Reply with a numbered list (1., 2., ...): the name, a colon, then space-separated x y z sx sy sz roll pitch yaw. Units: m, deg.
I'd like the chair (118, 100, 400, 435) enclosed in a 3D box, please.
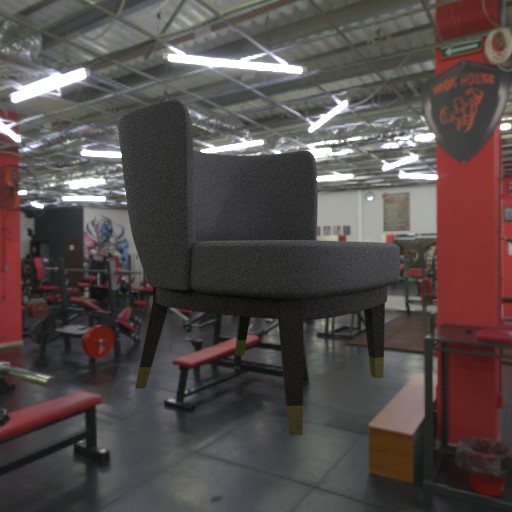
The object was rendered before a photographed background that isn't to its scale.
1. chair: 0.000 0.000 1.222 0.698 0.695 0.639 1 1 35
